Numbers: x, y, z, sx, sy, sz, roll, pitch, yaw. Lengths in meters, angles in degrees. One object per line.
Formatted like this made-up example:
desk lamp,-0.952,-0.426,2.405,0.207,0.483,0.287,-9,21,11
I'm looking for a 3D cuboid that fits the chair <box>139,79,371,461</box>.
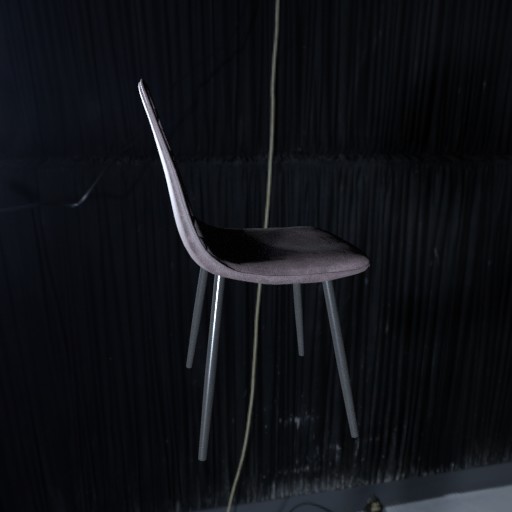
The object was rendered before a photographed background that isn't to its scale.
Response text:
chair,0.000,0.000,1.215,0.561,0.889,0.472,-3,16,-12
